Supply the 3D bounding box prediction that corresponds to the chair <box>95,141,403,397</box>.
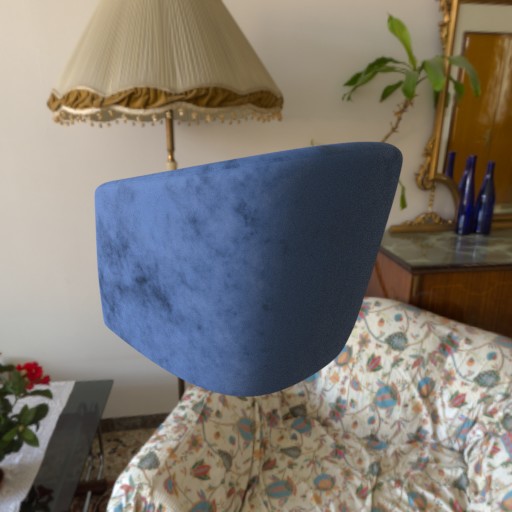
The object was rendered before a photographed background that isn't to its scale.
[{"bbox_3d":[0.000,0.000,1.359,0.773,0.698,0.767,-16,23,-42],"label":"chair"}]
